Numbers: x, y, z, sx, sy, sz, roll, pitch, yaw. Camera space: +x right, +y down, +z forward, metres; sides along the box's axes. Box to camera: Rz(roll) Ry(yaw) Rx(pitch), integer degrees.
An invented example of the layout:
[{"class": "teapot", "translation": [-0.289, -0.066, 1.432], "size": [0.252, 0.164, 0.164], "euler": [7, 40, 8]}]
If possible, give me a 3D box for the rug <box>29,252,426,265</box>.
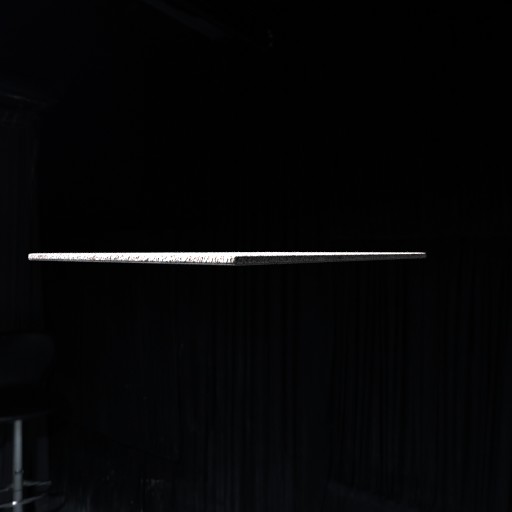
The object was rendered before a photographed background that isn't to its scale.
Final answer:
[{"class": "rug", "translation": [0.000, 0.000, 2.318], "size": [1.219, 0.030, 1.778], "euler": [0, 1, 37]}]
